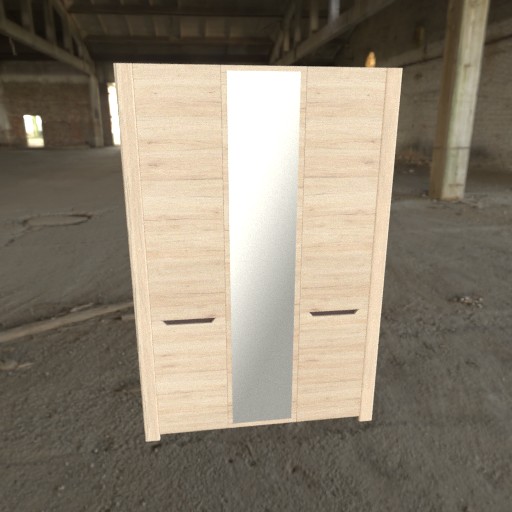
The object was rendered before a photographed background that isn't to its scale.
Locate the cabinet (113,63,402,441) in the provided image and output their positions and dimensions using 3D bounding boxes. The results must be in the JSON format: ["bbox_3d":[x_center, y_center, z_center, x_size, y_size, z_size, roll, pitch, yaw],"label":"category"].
[{"bbox_3d":[0.000,0.000,2.688,1.400,2.070,0.580,-2,17,-8],"label":"cabinet"}]
